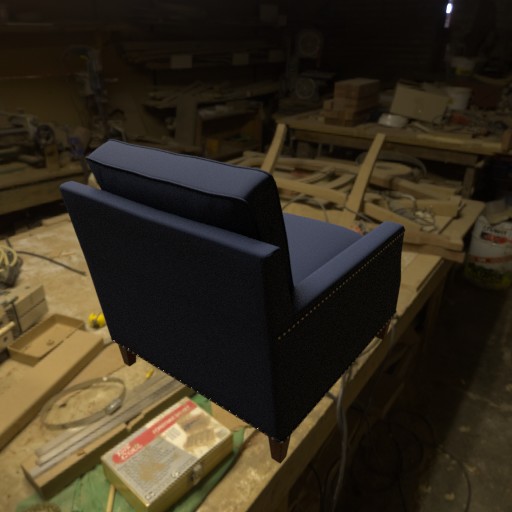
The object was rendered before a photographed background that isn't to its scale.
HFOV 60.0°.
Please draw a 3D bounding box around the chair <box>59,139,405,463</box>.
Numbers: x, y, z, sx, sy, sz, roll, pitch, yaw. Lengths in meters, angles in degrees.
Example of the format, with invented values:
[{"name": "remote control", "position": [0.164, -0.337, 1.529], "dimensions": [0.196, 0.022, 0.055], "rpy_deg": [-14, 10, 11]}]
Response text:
[{"name": "chair", "position": [0.000, 0.000, 1.710], "dimensions": [0.853, 0.943, 1.014], "rpy_deg": [19, 32, 33]}]
